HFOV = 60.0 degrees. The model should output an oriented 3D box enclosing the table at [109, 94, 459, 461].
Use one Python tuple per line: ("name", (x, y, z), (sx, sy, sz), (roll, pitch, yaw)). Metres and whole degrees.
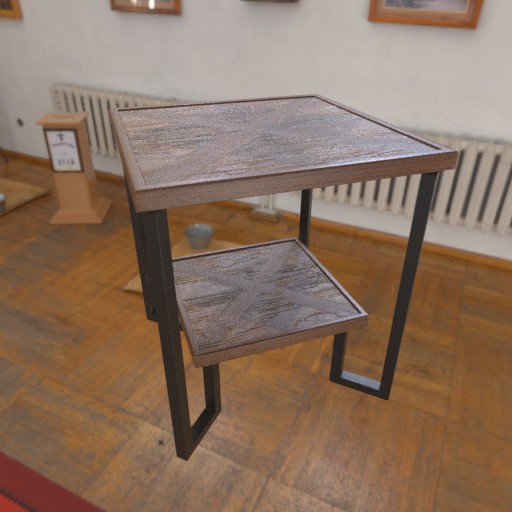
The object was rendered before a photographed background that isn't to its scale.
("table", (0.000, 0.000, 0.972), (0.503, 0.563, 0.503), (-10, 32, -17))
